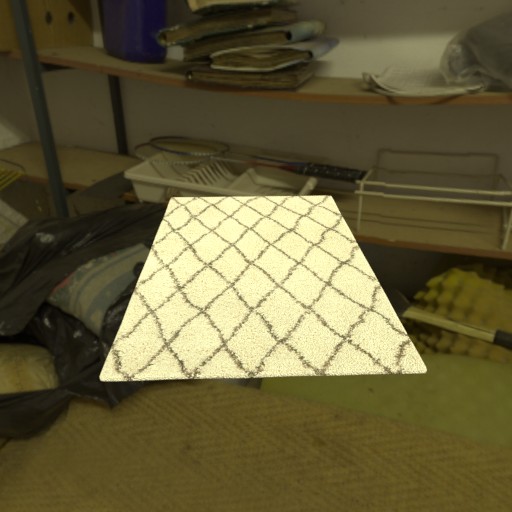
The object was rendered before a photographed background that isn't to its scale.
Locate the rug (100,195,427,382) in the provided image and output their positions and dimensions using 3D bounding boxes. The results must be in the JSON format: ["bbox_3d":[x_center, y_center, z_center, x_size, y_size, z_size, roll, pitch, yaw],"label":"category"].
[{"bbox_3d":[0.000,0.000,3.131,1.524,0.030,2.438,-1,27,-2],"label":"rug"}]
